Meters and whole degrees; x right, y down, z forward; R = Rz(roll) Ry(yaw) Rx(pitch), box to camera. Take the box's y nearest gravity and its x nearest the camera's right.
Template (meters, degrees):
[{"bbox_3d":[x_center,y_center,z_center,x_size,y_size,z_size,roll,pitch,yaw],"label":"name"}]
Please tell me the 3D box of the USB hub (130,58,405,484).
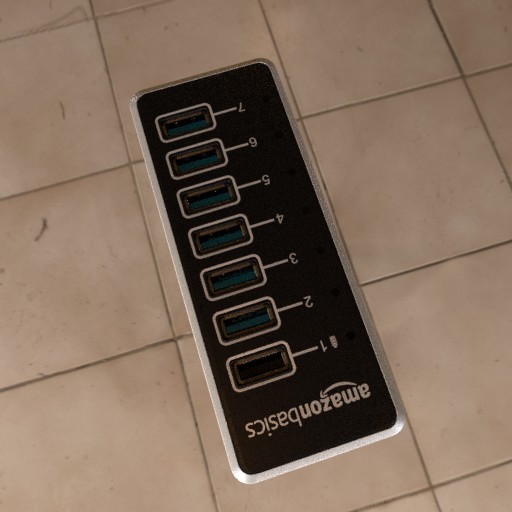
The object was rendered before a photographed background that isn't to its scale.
[{"bbox_3d":[0.000,0.000,0.128,0.044,0.023,0.110,-17,77,-4],"label":"USB hub"}]
